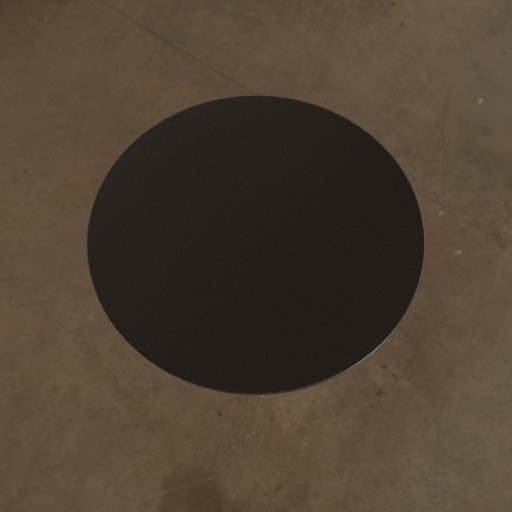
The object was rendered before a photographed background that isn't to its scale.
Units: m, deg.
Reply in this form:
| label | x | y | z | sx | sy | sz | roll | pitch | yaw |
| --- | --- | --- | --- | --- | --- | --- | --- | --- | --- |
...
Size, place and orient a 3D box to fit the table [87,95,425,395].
| label | x | y | z | sx | sy | sz | roll | pitch | yaw |
| --- | --- | --- | --- | --- | --- | --- | --- | --- | --- |
| table | 0.000 | 0.000 | 1.418 | 0.914 | 0.457 | 0.914 | 0 | 65 | 0 |
